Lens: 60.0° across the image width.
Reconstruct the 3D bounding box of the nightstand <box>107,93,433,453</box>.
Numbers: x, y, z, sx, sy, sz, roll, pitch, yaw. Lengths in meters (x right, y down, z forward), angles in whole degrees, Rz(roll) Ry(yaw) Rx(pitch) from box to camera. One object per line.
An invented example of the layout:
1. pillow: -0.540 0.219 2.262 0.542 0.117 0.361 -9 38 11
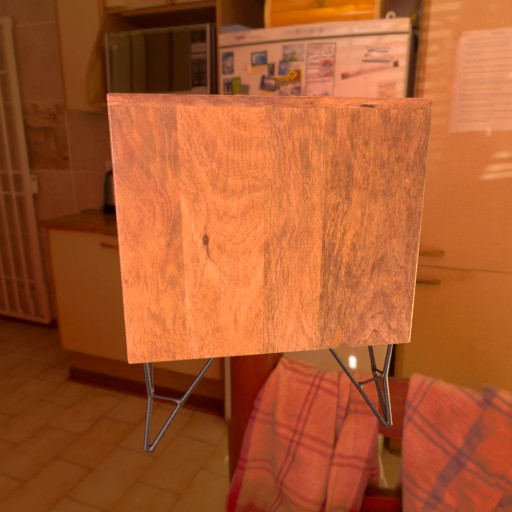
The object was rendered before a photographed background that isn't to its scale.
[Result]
1. nightstand: 0.000 0.000 0.872 0.457 0.559 0.406 -2 15 -9
